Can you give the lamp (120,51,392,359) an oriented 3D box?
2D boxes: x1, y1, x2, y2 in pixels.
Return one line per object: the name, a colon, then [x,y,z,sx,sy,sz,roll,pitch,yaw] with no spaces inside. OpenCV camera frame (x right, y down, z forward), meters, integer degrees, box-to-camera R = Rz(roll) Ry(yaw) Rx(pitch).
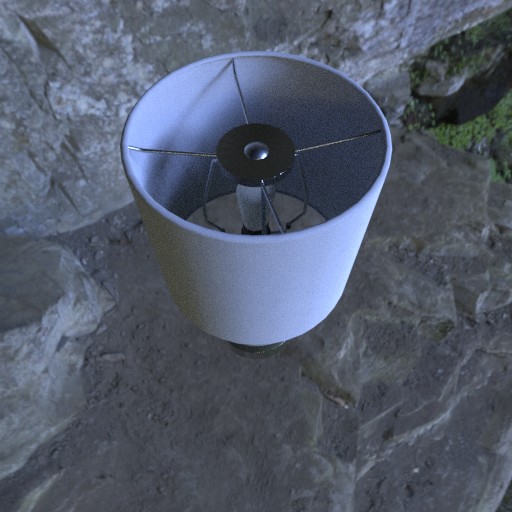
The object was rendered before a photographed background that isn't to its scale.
lamp: [0.000,0.000,0.480,0.201,0.353,0.201,-32,63,-18]
